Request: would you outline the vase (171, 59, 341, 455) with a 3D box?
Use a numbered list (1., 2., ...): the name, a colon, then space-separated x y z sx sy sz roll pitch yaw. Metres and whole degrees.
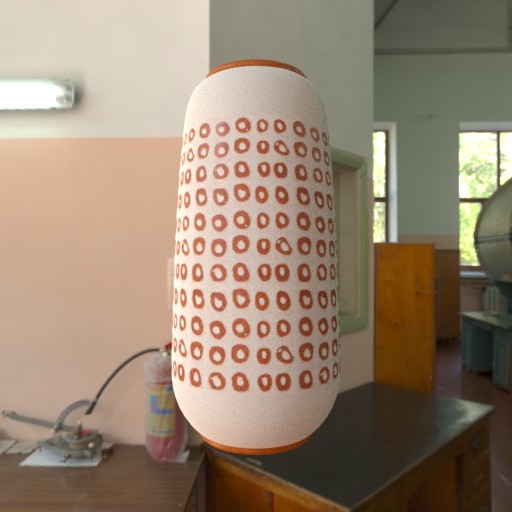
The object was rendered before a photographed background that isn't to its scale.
1. vase: 0.000 0.000 0.357 0.133 0.282 0.133 0 -1 0
